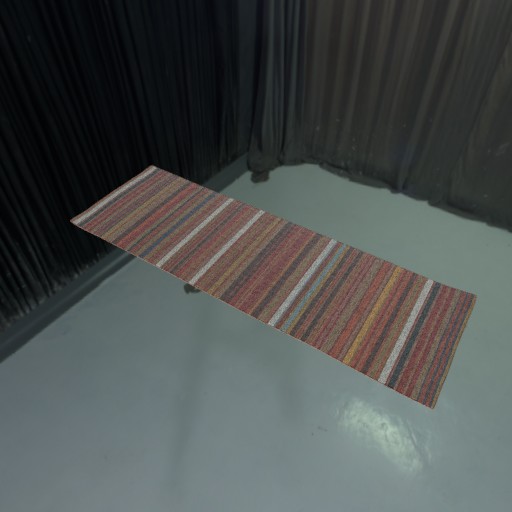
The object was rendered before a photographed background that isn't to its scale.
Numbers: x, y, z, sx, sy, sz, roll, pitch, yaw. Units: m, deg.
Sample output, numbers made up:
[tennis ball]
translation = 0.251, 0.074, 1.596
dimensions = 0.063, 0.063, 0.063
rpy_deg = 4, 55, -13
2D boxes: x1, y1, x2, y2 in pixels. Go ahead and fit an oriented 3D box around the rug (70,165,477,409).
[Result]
[rug]
translation = 0.000, 0.000, 2.720
dimensions = 2.444, 0.030, 0.799
rpy_deg = 25, 50, 23
